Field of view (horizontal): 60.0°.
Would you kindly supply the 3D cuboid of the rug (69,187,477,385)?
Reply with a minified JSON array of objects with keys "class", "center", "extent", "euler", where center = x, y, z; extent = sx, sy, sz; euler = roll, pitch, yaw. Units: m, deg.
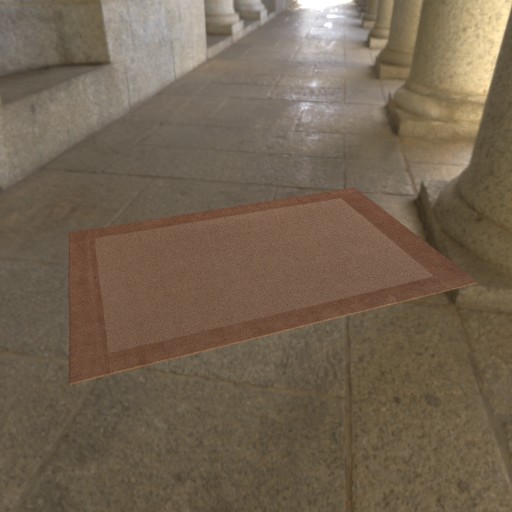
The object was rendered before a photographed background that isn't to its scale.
[{"class":"rug","center":[0.000,0.000,3.060],"extent":[2.438,0.014,1.524],"euler":[-11,35,-16]}]
